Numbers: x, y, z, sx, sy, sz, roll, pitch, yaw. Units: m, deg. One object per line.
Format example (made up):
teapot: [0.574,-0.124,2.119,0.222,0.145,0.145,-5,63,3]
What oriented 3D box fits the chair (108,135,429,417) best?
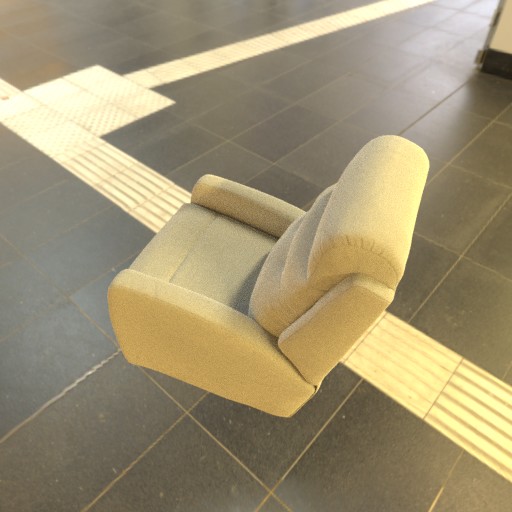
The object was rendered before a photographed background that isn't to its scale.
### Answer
chair: [0.000,0.000,1.729,1.043,1.013,0.798,16,47,16]
